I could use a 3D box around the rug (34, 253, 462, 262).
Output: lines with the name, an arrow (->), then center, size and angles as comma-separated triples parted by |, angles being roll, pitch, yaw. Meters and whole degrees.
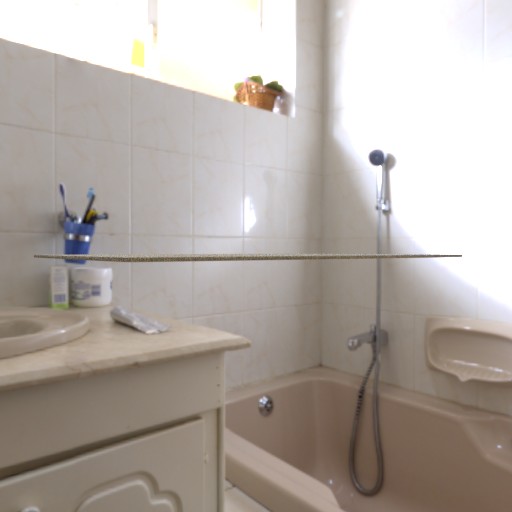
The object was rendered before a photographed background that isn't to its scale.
rug -> 0.000, 0.000, 2.838 | 2.297, 0.018, 1.532 | 0, 1, -38
